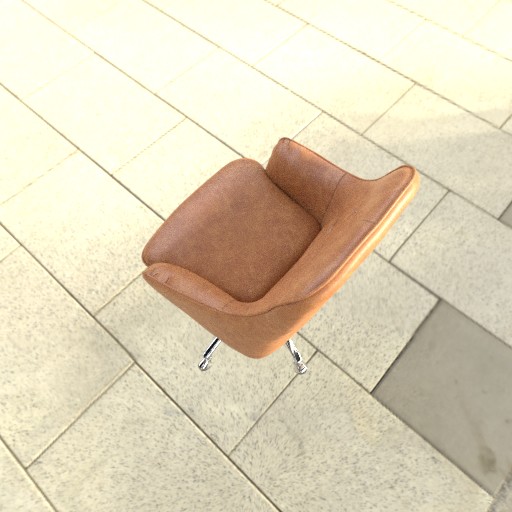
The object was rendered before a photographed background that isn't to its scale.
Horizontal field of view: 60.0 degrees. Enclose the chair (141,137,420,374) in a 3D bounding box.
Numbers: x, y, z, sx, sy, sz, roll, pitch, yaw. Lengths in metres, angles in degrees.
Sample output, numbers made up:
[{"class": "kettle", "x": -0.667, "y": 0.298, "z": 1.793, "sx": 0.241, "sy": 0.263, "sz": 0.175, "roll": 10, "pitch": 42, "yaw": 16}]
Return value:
[{"class": "chair", "x": 0.000, "y": 0.000, "z": 1.331, "sx": 0.615, "sy": 0.909, "sz": 0.628, "roll": 37, "pitch": 68, "yaw": 17}]
